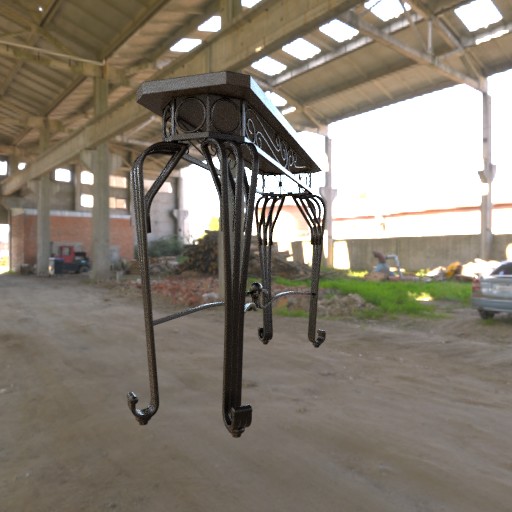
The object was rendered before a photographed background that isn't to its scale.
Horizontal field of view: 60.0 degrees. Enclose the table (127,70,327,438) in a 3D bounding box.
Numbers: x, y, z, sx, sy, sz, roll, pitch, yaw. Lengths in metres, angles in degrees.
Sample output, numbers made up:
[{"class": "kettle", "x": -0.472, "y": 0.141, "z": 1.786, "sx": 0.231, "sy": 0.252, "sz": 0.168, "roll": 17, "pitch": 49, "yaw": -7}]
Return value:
[{"class": "table", "x": 0.000, "y": 0.000, "z": 1.503, "sx": 0.329, "sy": 0.800, "sz": 1.112, "roll": 0, "pitch": 0, "yaw": 18}]
